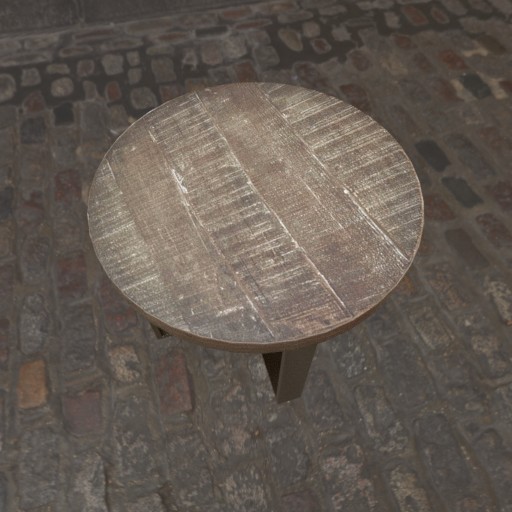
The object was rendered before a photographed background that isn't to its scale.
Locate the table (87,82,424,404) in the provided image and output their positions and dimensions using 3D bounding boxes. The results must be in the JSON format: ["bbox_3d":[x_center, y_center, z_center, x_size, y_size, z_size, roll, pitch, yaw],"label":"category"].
[{"bbox_3d":[0.000,0.000,0.932,0.557,0.437,0.557,0,58,0],"label":"table"}]
